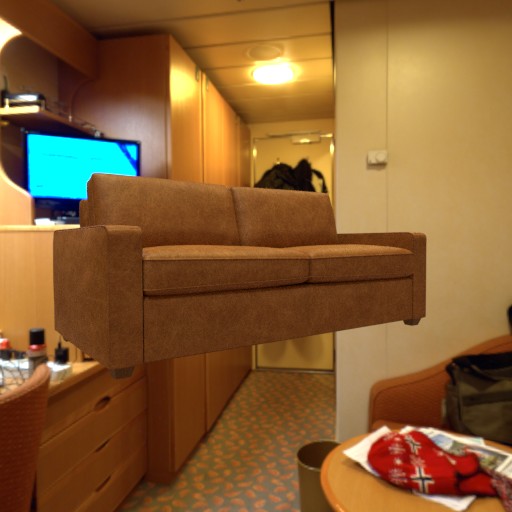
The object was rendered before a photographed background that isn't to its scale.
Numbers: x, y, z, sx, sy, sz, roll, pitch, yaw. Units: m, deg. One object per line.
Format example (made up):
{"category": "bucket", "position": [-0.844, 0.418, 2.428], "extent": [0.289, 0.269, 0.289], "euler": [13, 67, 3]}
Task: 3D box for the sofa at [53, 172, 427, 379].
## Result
{"category": "sofa", "position": [0.000, 0.000, 2.698], "extent": [2.156, 0.928, 0.991], "euler": [-1, 2, -36]}
